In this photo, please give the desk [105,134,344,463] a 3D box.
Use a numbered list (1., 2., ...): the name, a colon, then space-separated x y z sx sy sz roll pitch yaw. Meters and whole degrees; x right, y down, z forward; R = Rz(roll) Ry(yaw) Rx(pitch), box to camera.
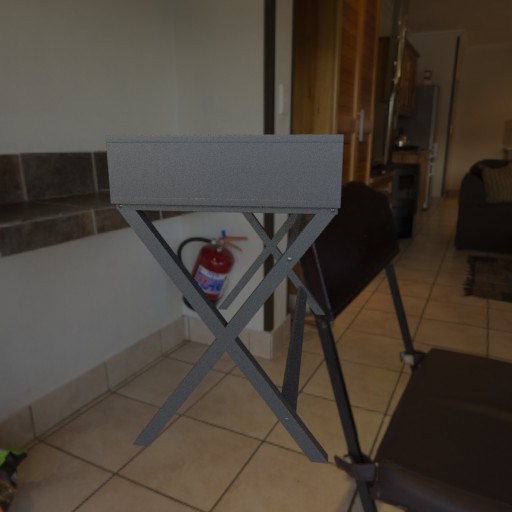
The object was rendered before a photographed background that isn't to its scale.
1. desk: 0.000 0.000 1.520 0.504 0.780 1.057 2 14 8
